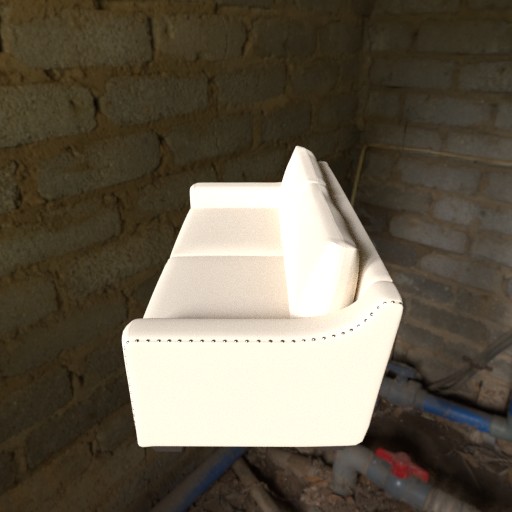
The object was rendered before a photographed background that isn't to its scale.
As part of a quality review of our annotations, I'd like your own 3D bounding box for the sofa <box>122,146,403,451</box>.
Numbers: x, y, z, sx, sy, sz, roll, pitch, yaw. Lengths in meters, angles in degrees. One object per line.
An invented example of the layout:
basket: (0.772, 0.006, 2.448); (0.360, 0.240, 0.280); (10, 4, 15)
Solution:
sofa: (0.000, 0.000, 2.322); (0.949, 0.830, 1.812); (0, 26, 0)
